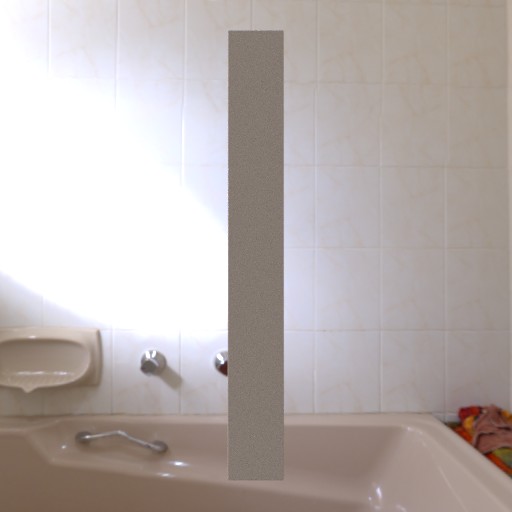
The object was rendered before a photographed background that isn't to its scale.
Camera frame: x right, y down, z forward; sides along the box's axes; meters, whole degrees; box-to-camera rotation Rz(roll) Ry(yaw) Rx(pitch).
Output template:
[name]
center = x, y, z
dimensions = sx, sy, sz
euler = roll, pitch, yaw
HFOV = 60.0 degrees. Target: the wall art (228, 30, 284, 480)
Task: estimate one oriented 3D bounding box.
[wall art]
center = 0.000, 0.000, 0.452
dimensions = 0.038, 0.305, 0.305
euler = 0, 0, 0
